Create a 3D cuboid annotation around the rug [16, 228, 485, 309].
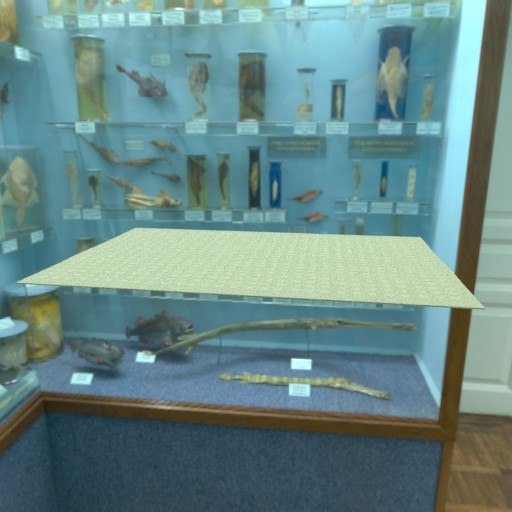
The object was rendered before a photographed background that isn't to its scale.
[{"bbox_3d":[0.000,0.000,2.161,1.747,0.006,1.143,2,15,9],"label":"rug"}]
